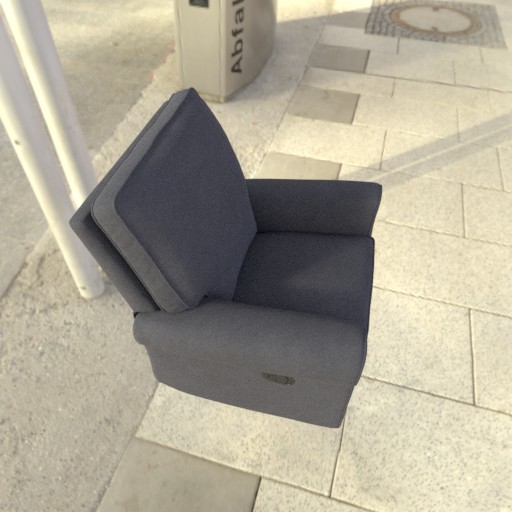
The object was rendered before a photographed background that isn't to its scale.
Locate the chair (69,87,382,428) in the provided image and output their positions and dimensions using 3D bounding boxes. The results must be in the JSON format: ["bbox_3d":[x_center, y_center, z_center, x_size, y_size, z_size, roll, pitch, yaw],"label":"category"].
[{"bbox_3d":[0.000,0.000,1.637,0.878,0.961,0.890,10,47,10],"label":"chair"}]
